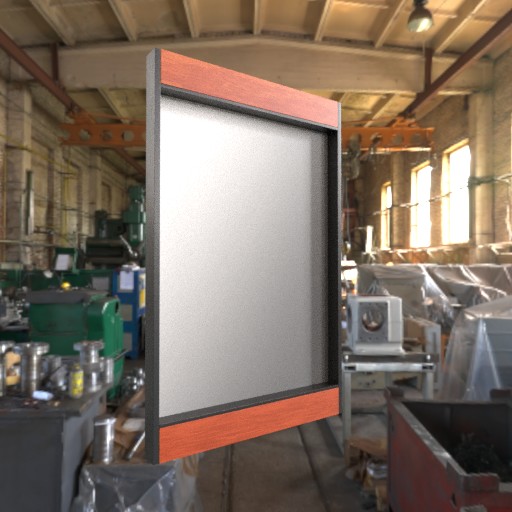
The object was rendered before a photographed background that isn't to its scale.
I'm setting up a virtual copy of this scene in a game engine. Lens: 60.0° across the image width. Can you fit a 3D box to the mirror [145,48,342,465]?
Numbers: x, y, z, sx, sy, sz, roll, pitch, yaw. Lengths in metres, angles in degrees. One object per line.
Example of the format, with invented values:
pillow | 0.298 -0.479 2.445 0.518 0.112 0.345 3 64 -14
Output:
mirror | 0.000 0.000 1.043 0.525 0.823 0.047 1 -1 -35
